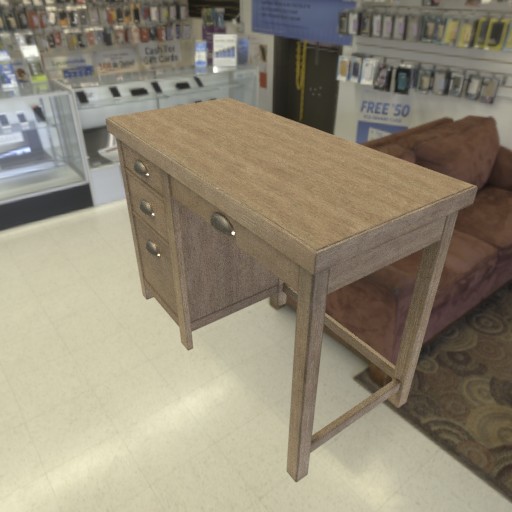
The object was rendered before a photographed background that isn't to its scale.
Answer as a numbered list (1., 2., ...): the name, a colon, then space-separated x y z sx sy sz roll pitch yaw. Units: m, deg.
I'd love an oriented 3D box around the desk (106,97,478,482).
1. desk: 0.000 0.000 1.776 0.610 0.912 1.289 -21 38 -29
